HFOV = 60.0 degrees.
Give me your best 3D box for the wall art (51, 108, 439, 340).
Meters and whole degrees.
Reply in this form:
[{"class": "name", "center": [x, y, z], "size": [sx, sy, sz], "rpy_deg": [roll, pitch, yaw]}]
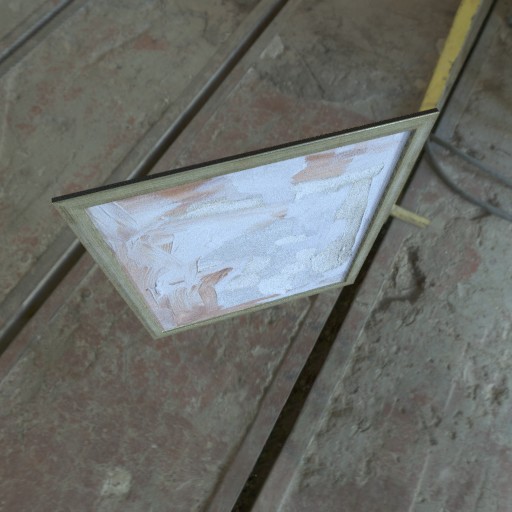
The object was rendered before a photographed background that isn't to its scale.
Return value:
[{"class": "wall art", "center": [0.000, 0.000, 0.782], "size": [0.483, 0.559, 0.009], "rpy_deg": [-15, 65, -7]}]
